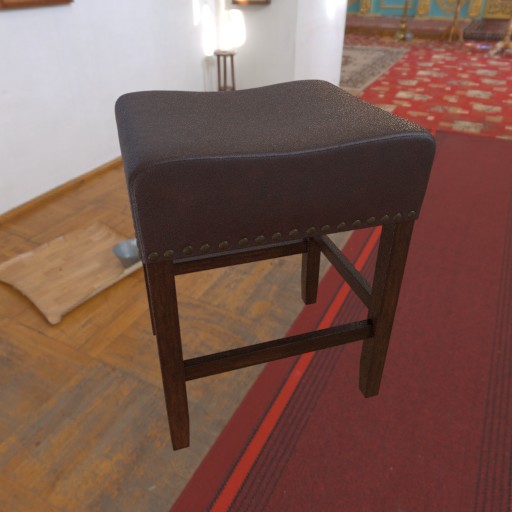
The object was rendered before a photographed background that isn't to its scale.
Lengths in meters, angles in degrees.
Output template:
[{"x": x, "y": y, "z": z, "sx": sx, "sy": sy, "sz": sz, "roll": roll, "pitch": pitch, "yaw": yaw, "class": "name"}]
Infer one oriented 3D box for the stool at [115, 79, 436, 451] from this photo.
[{"x": 0.000, "y": 0.000, "z": 0.922, "sx": 0.465, "sy": 0.608, "sz": 0.397, "roll": -10, "pitch": 34, "yaw": -15, "class": "stool"}]
